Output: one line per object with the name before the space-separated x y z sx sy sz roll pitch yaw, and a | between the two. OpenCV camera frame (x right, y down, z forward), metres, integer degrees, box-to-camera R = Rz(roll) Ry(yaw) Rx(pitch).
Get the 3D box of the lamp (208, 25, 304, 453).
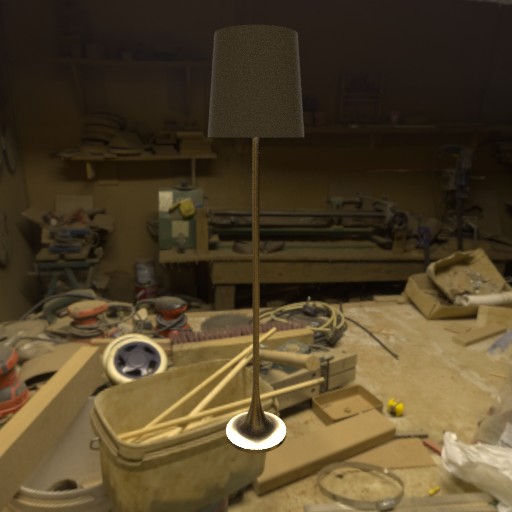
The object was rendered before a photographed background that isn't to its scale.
lamp | 0.000 0.000 1.669 0.337 1.543 0.337 0 15 0
